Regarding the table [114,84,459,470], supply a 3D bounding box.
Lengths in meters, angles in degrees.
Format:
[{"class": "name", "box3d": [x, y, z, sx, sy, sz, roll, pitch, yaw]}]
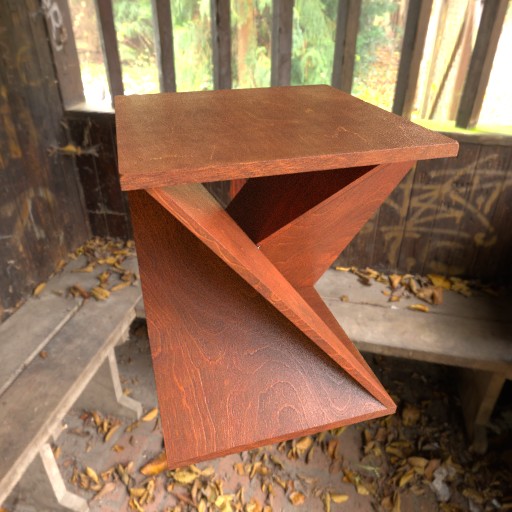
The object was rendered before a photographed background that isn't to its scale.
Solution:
[{"class": "table", "box3d": [0.000, 0.000, 0.833, 0.427, 0.520, 0.427, -8, 32, -14]}]
